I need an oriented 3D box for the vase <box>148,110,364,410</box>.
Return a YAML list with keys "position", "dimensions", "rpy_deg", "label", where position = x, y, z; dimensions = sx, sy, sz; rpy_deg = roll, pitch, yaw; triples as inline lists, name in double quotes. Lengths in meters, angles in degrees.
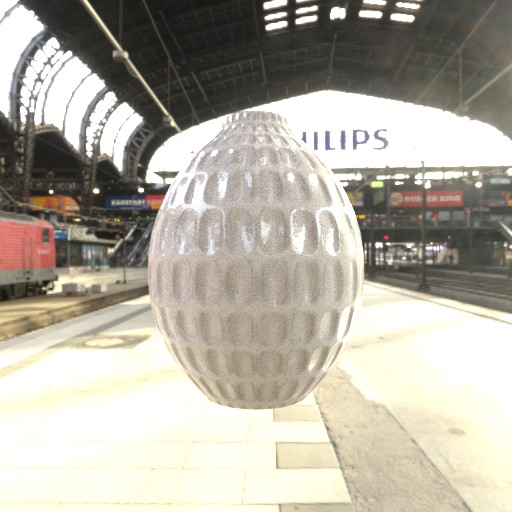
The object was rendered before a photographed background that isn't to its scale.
- position: [0.000, 0.000, 0.270]
  dimensions: [0.128, 0.167, 0.128]
  rpy_deg: [0, 0, 0]
  label: "vase"
